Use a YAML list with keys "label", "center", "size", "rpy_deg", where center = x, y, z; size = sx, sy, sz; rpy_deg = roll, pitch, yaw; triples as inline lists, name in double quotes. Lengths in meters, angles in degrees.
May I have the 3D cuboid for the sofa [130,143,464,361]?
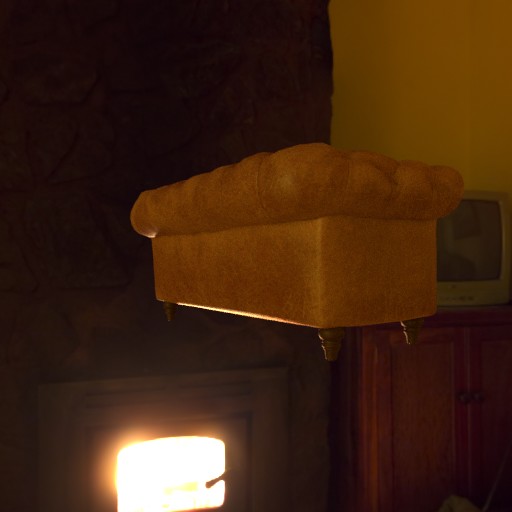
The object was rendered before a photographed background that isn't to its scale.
- label: "sofa"
  center: [0.000, 0.000, 2.550]
  size: [1.042, 0.877, 1.979]
  rpy_deg: [1, -1, -36]
